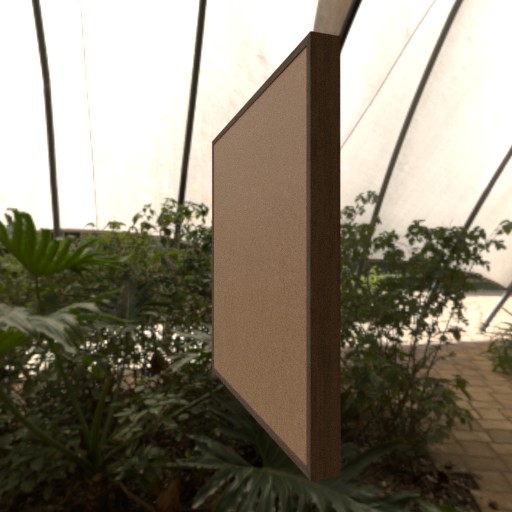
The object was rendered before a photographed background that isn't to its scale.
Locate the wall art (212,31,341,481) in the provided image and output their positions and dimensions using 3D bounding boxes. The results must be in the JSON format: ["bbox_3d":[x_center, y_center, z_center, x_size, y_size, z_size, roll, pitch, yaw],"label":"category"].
[{"bbox_3d":[0.000,0.000,0.747,0.038,0.508,0.508,0,0,-18],"label":"wall art"}]
